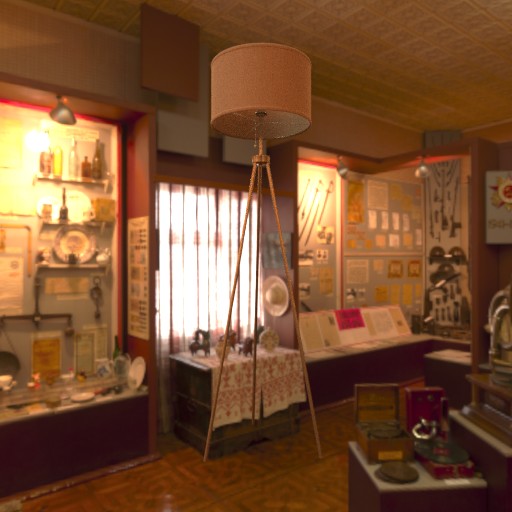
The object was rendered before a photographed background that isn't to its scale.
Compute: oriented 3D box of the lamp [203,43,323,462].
[{"bbox_3d":[0.000,0.000,1.789,0.460,1.545,0.449,0,-1,-36],"label":"lamp"}]
